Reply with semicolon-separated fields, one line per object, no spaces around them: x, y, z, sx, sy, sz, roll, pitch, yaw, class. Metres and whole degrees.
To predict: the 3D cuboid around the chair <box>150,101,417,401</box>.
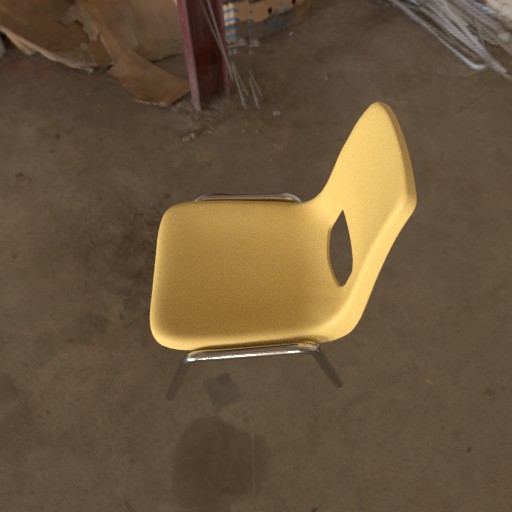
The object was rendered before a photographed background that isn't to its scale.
0.000;0.000;0.789;0.385;0.536;0.354;-2;57;-1;chair
